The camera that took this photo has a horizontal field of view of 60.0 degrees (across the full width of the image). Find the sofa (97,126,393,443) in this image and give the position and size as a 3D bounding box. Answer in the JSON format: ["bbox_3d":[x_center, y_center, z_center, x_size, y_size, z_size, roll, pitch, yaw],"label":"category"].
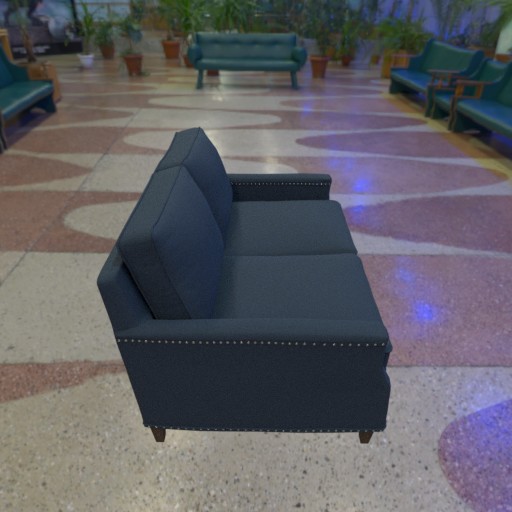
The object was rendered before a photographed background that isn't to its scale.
[{"bbox_3d":[0.000,0.000,2.289,1.084,1.003,1.597,0,31,0],"label":"sofa"}]
